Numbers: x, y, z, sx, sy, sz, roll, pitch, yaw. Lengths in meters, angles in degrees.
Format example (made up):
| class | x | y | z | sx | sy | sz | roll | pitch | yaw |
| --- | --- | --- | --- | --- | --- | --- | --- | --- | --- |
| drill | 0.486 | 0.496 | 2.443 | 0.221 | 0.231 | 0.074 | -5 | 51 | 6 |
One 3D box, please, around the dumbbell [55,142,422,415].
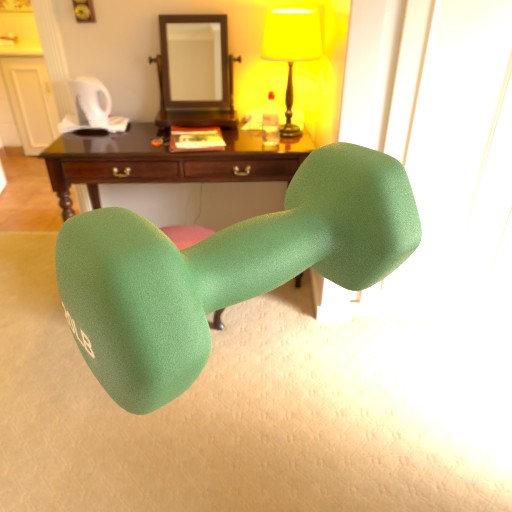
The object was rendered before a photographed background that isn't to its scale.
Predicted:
| class | x | y | z | sx | sy | sz | roll | pitch | yaw |
| --- | --- | --- | --- | --- | --- | --- | --- | --- | --- |
| dumbbell | 0.000 | 0.000 | 0.315 | 0.257 | 0.114 | 0.126 | -22 | 38 | -32 |
